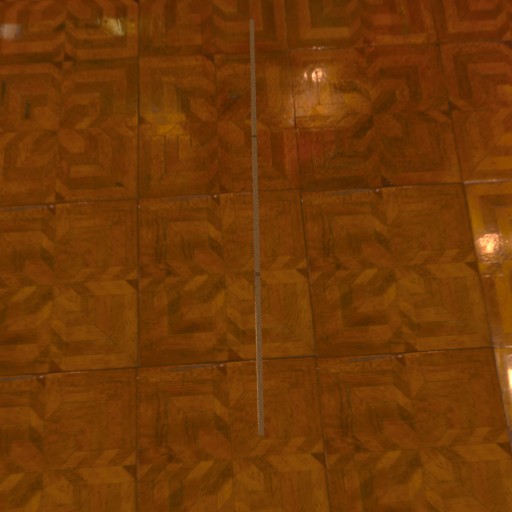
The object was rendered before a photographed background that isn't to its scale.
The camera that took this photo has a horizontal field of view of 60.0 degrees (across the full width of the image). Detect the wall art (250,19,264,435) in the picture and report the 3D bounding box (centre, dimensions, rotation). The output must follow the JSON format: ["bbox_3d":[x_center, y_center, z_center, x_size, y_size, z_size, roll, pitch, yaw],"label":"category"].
[{"bbox_3d":[0.000,0.000,1.377,0.010,0.917,0.919,-1,76,0],"label":"wall art"}]
